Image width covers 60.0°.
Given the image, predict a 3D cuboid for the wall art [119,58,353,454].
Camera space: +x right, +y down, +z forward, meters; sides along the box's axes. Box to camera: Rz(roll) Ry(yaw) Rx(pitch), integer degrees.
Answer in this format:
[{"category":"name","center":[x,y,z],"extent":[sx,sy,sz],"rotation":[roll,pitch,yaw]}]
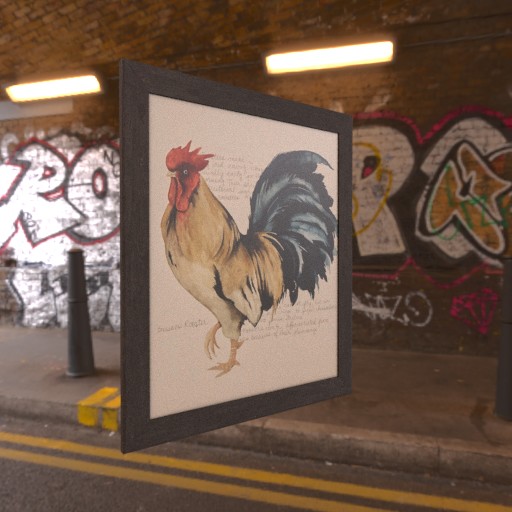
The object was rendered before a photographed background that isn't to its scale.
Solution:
[{"category":"wall art","center":[0.000,0.000,0.778],"extent":[0.476,0.570,0.013],"rotation":[-1,1,-35]}]
